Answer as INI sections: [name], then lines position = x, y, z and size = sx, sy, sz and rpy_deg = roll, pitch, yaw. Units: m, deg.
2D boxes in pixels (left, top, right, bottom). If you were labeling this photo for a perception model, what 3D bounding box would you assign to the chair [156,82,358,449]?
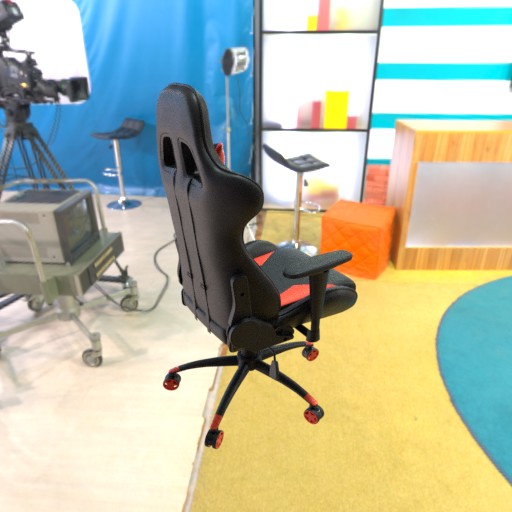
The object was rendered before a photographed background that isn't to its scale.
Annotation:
[chair]
position = 0.000, 0.000, 1.731
size = 0.730, 1.282, 0.695
rpy_deg = -16, 30, -30
